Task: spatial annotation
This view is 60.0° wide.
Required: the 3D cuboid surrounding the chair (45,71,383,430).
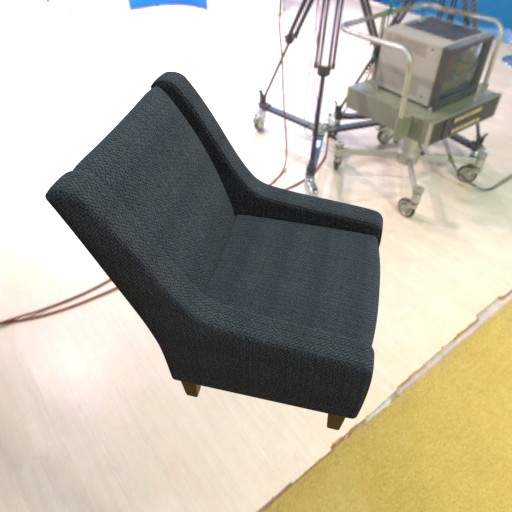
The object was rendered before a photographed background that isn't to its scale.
[{"bbox_3d":[0.000,0.000,1.663,0.944,1.012,0.793,10,45,10],"label":"chair"}]
